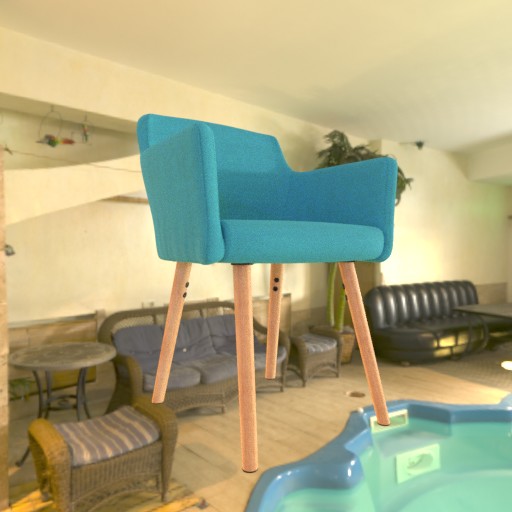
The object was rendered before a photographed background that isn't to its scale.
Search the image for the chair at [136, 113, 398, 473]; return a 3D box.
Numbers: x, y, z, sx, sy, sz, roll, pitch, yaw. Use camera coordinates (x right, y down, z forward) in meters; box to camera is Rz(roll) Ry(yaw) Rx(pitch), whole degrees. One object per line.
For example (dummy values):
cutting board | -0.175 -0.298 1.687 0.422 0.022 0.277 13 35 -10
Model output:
chair | 0.000 0.000 1.131 0.570 0.780 0.540 -1 1 -35
